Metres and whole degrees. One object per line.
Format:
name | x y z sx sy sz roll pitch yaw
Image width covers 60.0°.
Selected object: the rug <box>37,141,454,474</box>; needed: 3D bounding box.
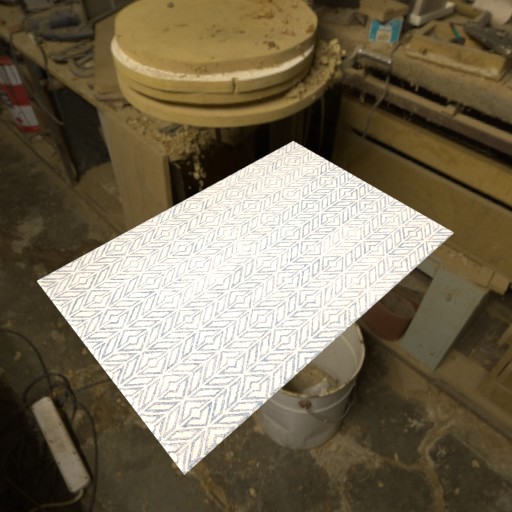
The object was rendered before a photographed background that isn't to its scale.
rug | 0.000 0.000 2.311 1.824 0.008 1.220 -34 56 -27
